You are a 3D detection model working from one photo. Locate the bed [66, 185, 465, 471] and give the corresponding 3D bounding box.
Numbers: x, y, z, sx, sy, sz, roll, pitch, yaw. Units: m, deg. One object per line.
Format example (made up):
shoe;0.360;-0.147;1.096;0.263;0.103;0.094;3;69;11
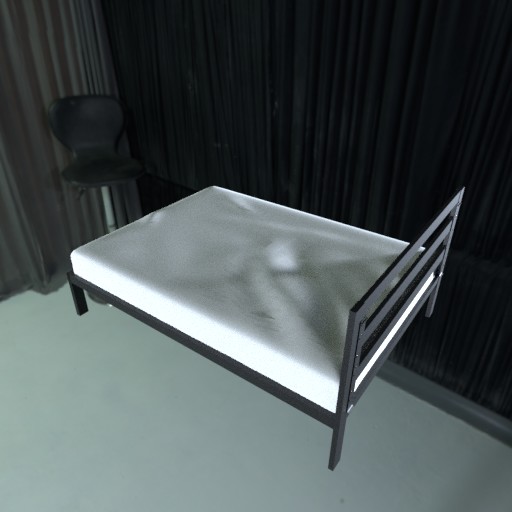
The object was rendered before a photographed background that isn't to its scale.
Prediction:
bed;0.000;0.000;2.934;2.062;0.967;1.524;21;37;30
